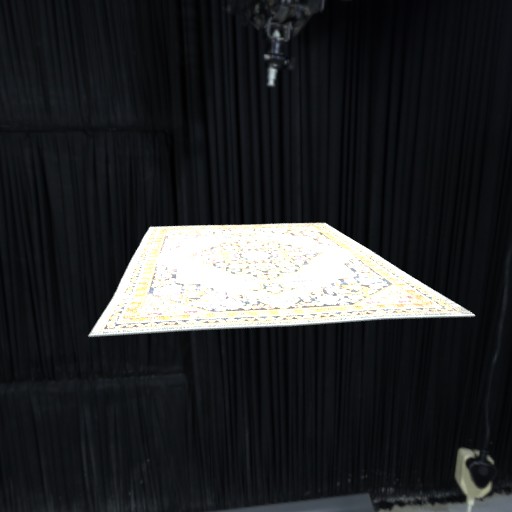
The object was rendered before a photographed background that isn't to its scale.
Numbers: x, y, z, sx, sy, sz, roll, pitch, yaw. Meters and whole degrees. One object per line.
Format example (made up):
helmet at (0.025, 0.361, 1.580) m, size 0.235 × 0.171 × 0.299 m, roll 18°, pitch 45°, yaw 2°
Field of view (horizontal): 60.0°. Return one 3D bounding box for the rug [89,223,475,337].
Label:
rug at (0.000, 0.000, 3.690) m, size 2.043 × 0.026 × 2.901 m, roll -2°, pitch 14°, yaw -7°
